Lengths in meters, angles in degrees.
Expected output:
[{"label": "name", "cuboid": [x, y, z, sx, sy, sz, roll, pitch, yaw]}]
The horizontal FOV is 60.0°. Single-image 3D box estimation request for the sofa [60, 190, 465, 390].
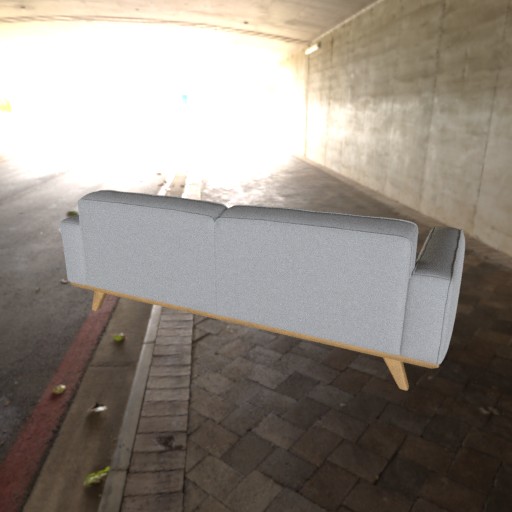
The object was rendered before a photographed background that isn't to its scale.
[{"label": "sofa", "cuboid": [0.000, 0.000, 2.690, 2.270, 0.781, 0.956, 9, 20, 25]}]
